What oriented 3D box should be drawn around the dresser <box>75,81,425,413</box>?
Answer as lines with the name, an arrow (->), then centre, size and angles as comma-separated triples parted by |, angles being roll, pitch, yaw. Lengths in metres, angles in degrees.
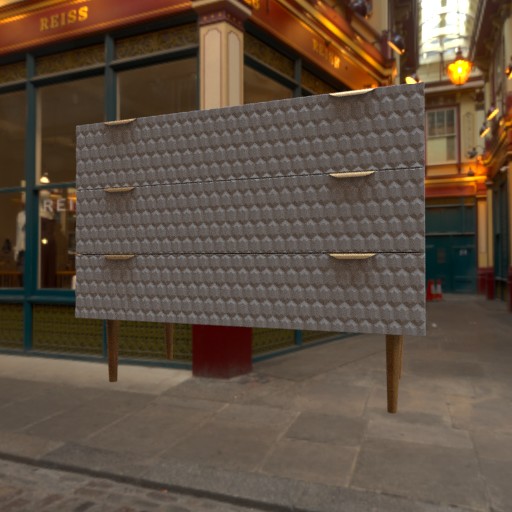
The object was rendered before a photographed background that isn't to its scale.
dresser -> 0.000, 0.000, 1.282 | 0.905, 0.721, 0.457 | 0, -1, 20
